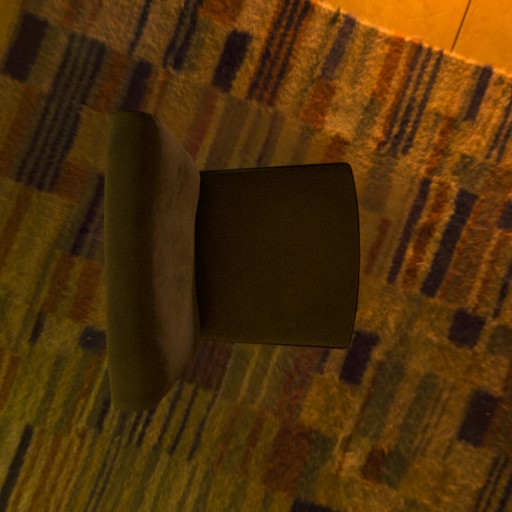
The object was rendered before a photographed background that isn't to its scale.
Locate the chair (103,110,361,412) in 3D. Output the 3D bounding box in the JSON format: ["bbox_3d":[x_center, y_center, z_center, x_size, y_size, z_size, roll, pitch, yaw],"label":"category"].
[{"bbox_3d":[0.000,0.000,1.164,0.554,0.806,0.521,0,92,-2],"label":"chair"}]
